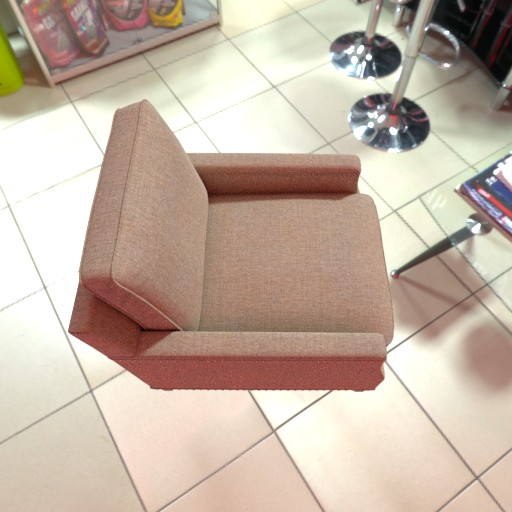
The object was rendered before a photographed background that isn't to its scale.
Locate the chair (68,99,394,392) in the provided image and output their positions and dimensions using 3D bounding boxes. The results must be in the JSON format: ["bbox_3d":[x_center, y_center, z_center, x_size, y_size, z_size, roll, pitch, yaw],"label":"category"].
[{"bbox_3d":[0.000,0.000,1.675,1.014,0.943,0.853,0,61,0],"label":"chair"}]
